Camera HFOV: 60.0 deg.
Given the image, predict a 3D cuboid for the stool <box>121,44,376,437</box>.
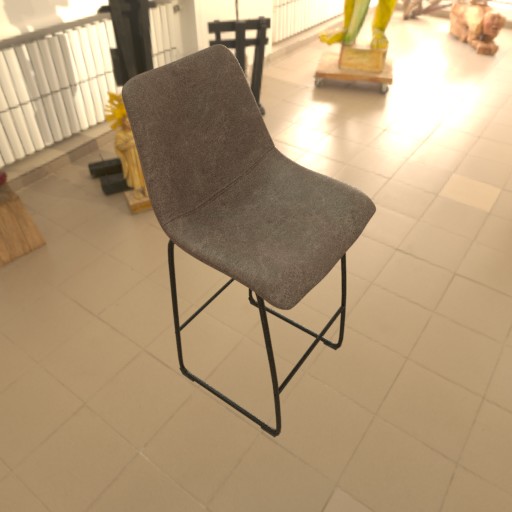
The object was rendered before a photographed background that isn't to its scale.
[{"bbox_3d":[0.000,0.000,1.388,0.561,1.082,0.514,26,48,25],"label":"stool"}]
